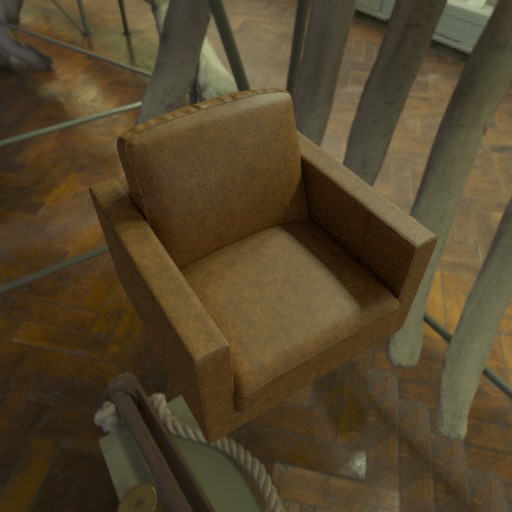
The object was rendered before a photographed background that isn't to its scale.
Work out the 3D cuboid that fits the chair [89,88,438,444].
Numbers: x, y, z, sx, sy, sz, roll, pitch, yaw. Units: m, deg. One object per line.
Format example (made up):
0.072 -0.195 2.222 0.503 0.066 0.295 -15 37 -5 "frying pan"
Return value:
0.000 0.000 1.666 0.890 0.956 0.909 -24 50 -22 "chair"
